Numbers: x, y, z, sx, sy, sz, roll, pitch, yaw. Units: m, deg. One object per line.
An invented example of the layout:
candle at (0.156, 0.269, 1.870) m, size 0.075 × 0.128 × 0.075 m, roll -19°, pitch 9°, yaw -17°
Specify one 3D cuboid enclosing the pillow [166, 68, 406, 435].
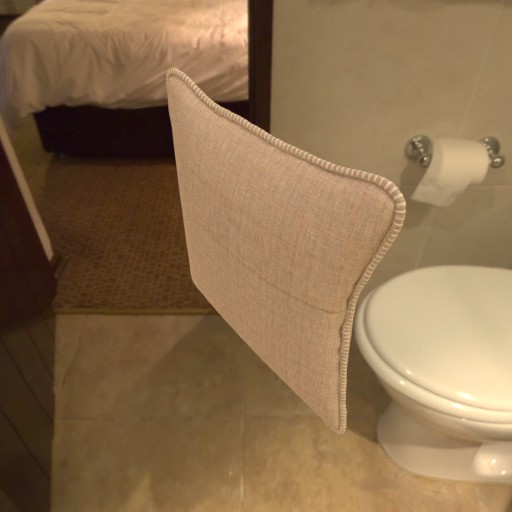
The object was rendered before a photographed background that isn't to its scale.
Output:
pillow at (0.000, 0.000, 0.730) m, size 0.124 × 0.494 × 0.485 m, roll -27°, pitch 48°, yaw -27°
